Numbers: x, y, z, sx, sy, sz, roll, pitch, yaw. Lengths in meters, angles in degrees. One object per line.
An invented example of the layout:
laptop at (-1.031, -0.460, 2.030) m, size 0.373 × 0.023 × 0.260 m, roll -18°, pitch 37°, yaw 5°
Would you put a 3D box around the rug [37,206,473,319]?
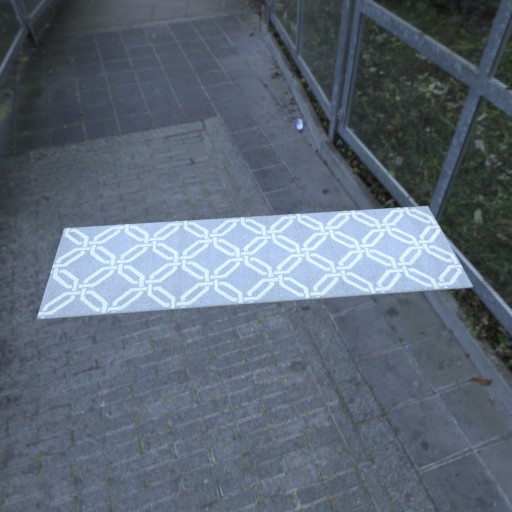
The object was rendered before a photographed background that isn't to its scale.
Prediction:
rug at (0.000, 0.000, 2.532) m, size 2.276 × 0.014 × 0.678 m, roll -4°, pitch 46°, yaw -4°
